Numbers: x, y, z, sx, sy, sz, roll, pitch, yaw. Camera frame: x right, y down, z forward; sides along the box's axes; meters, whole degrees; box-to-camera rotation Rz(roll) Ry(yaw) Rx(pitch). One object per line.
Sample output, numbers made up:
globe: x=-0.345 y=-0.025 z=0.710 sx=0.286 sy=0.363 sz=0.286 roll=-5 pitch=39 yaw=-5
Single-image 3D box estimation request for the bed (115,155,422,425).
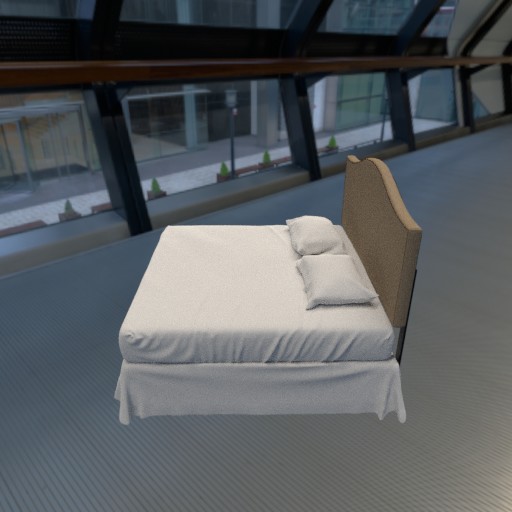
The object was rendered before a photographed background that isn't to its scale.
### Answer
bed: x=0.000 y=0.000 z=3.887 sx=2.222 sy=1.651 sz=2.311 roll=0 pitch=26 yaw=-1
